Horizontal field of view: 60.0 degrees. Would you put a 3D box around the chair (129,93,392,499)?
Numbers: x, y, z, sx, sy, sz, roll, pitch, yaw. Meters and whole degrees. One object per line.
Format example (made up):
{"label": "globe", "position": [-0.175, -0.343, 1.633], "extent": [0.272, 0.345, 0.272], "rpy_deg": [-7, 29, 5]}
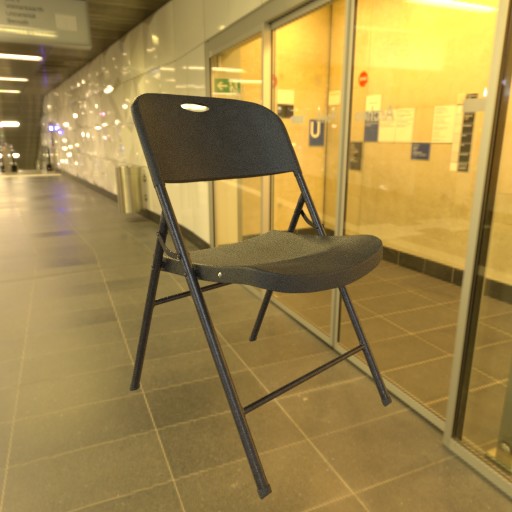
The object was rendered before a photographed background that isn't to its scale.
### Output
{"label": "chair", "position": [0.000, 0.000, 1.136], "extent": [0.494, 0.810, 0.566], "rpy_deg": [-14, 20, -41]}
